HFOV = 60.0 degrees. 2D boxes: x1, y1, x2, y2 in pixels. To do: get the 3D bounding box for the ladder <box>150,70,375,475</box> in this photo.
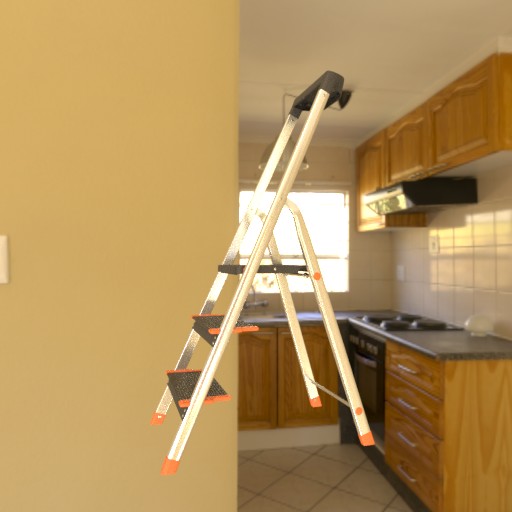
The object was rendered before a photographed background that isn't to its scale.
[{"bbox_3d":[0.000,0.000,1.539,0.686,1.229,0.416,0,0,-18],"label":"ladder"}]
